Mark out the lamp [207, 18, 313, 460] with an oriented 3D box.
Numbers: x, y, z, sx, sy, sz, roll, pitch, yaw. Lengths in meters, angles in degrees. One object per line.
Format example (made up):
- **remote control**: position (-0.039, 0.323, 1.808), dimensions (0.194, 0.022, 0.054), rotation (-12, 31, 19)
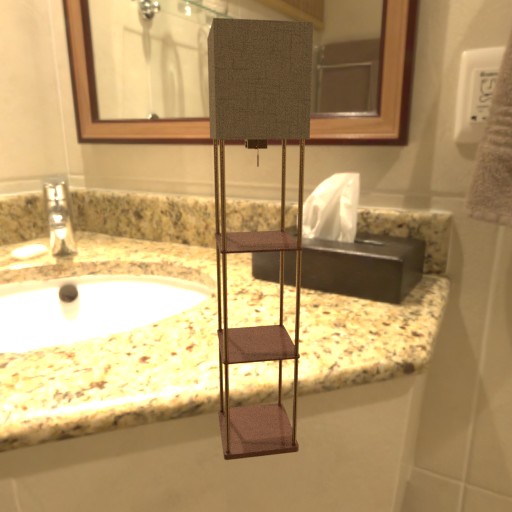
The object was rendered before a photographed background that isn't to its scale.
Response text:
- **lamp**: position (0.000, 0.000, 1.699), dimensions (0.308, 1.569, 0.310), rotation (-3, 16, -9)
